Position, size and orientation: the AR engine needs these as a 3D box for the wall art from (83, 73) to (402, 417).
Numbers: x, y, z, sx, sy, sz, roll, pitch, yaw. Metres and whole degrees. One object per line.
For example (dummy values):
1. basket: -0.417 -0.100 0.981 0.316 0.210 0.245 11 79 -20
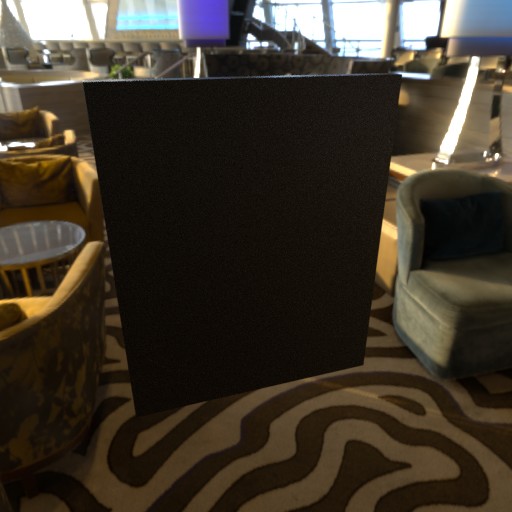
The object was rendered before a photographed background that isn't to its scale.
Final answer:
1. wall art: 0.000 0.000 0.742 0.457 0.557 0.028 -8 27 -16
